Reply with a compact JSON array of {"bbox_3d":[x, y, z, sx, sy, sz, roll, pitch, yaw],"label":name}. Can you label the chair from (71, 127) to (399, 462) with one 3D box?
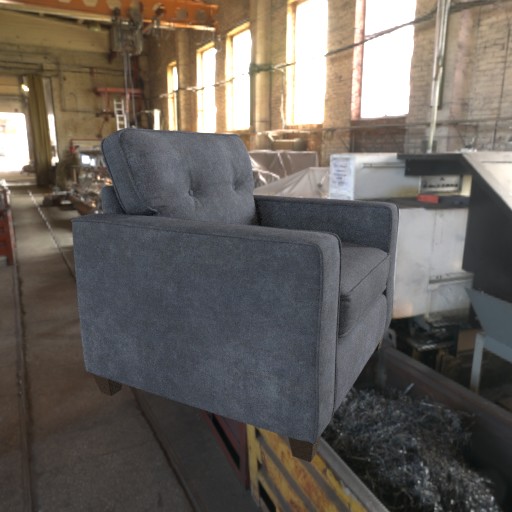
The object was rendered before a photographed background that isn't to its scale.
[{"bbox_3d":[0.000,0.000,1.759,0.939,0.965,1.015,7,15,27],"label":"chair"}]
